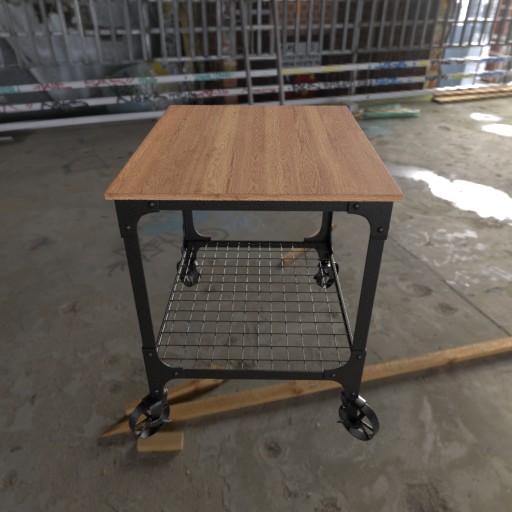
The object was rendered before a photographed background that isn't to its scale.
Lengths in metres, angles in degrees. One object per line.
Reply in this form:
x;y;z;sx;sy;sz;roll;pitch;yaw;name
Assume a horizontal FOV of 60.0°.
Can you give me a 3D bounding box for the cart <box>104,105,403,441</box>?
0.000;0.000;1.122;0.558;0.603;0.666;0;32;1;cart
